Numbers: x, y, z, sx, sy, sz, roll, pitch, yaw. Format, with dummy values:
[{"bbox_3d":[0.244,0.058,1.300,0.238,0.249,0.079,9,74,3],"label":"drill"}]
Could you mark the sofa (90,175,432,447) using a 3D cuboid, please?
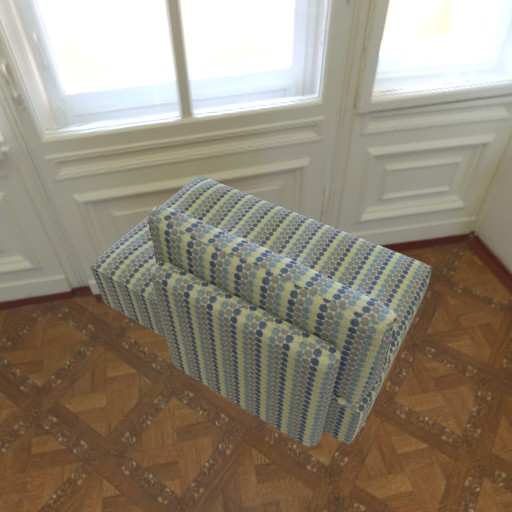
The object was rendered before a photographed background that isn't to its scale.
[{"bbox_3d":[0.000,0.000,2.051,1.450,0.820,1.000,24,50,22],"label":"sofa"}]
